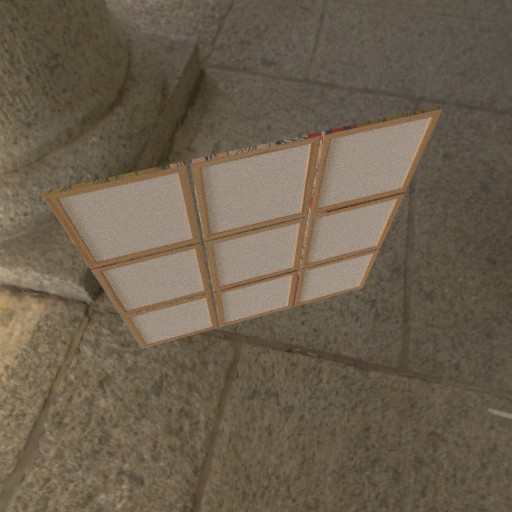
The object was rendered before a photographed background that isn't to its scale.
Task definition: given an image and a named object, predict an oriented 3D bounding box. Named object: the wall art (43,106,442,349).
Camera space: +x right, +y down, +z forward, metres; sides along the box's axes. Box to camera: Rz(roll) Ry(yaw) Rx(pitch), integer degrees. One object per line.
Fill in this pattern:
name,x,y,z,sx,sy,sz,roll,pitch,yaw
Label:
wall art,0.000,0.000,1.360,0.904,0.913,0.013,-14,60,-8
